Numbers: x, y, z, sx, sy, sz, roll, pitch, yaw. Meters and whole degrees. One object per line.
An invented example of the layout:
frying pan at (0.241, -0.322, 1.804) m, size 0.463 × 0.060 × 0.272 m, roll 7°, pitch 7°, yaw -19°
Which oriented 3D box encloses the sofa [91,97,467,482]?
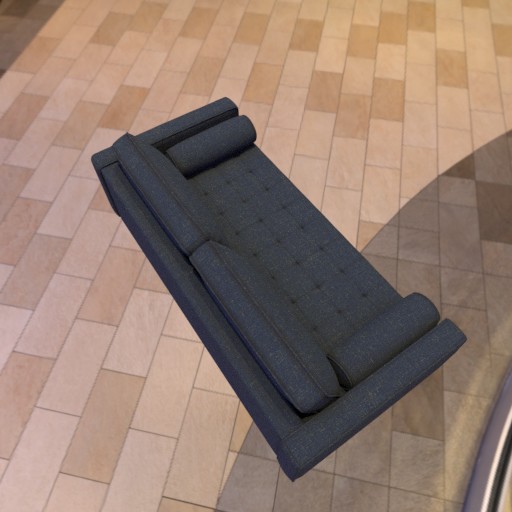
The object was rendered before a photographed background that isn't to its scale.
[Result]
sofa at (0.000, 0.000, 2.274) m, size 0.914 × 0.762 × 1.880 m, roll -30°, pitch 62°, yaw -18°
